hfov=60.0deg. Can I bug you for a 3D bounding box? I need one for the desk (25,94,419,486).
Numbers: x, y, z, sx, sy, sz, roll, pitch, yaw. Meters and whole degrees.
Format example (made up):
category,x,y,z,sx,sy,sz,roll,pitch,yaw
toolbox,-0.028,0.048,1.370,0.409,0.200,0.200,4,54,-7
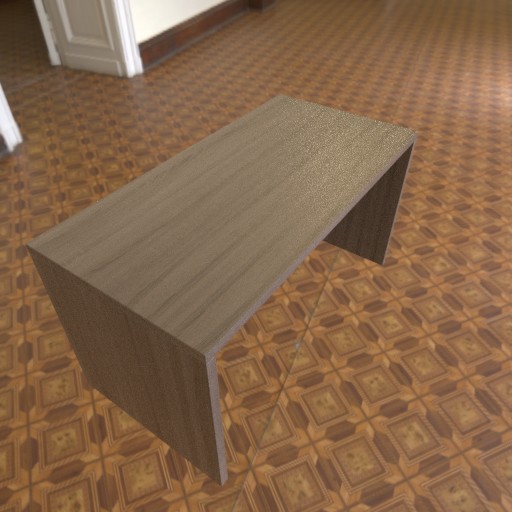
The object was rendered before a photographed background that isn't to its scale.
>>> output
category,x,y,z,sx,sy,sz,roll,pitch,yaw
desk,0.000,0.000,1.824,0.690,0.745,1.380,25,47,26
